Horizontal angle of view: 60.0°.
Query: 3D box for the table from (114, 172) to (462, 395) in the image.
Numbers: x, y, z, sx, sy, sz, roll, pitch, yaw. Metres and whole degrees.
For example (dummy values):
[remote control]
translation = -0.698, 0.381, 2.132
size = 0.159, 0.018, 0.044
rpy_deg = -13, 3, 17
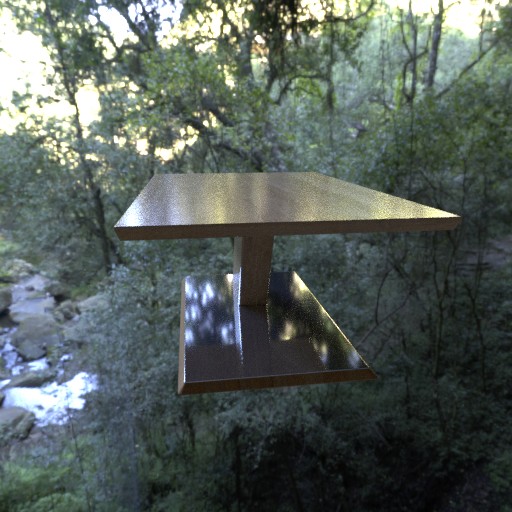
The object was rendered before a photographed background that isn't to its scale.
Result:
[table]
translation = 0.000, 0.000, 1.444
size = 0.692, 0.441, 1.100
rpy_deg = -2, 16, -8
